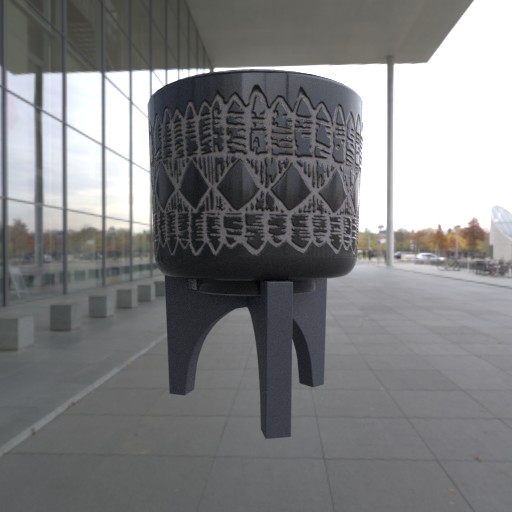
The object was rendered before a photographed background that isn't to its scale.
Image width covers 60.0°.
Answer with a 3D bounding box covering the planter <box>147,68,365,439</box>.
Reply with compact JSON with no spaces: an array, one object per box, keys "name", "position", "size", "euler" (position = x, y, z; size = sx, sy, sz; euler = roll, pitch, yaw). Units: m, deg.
[{"name":"planter","position":[0.000,0.000,0.272],"size":[0.129,0.177,0.129],"euler":[0,1,0]}]
